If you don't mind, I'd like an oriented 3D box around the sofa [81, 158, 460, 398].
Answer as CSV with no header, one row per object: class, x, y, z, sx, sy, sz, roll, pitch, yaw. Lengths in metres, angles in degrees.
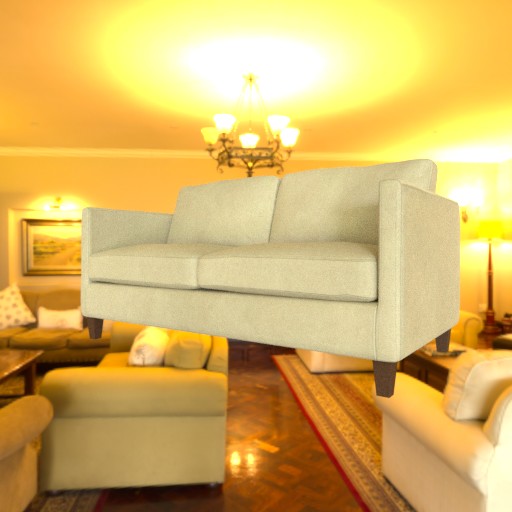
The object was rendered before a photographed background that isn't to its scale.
sofa,0.000,0.000,2.350,1.846,0.940,0.950,1,1,36
